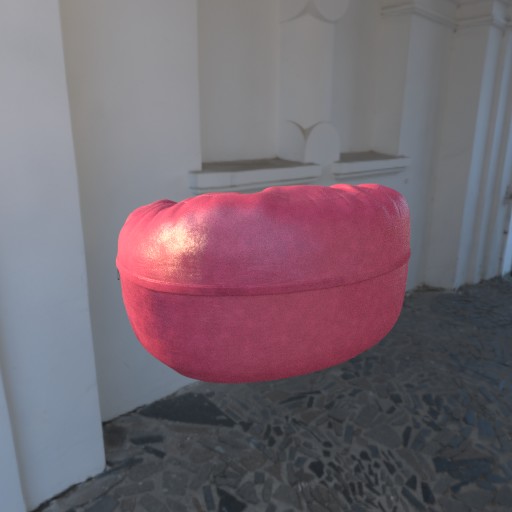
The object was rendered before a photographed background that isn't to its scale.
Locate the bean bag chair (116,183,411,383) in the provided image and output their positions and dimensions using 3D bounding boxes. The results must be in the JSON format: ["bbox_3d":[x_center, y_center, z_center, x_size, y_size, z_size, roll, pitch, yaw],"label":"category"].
[{"bbox_3d":[0.000,0.000,2.446,1.524,0.878,1.524,-8,17,-27],"label":"bean bag chair"}]
